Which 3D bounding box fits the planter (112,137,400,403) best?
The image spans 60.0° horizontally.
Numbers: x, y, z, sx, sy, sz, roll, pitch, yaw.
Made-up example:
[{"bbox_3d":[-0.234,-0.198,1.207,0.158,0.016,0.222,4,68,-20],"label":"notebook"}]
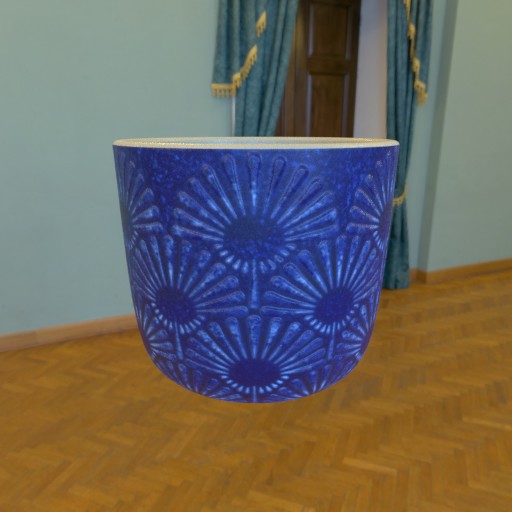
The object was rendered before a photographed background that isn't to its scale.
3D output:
[{"bbox_3d":[0.000,0.000,0.215,0.124,0.109,0.124,0,16,0],"label":"planter"}]
